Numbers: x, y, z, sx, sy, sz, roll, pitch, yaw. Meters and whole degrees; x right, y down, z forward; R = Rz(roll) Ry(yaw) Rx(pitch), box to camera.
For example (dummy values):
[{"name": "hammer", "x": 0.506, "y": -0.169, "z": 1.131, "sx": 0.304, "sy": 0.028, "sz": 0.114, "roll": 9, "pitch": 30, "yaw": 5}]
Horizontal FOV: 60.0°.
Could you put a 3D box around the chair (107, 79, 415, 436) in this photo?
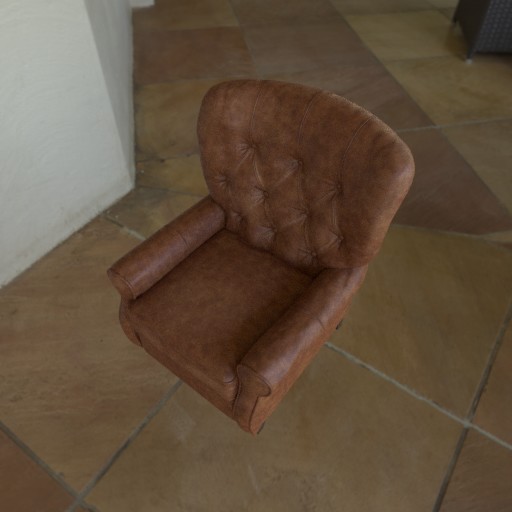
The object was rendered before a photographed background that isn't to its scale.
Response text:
[{"name": "chair", "x": 0.000, "y": 0.000, "z": 1.935, "sx": 0.951, "sy": 1.164, "sz": 1.059, "roll": 30, "pitch": 55, "yaw": 24}]
